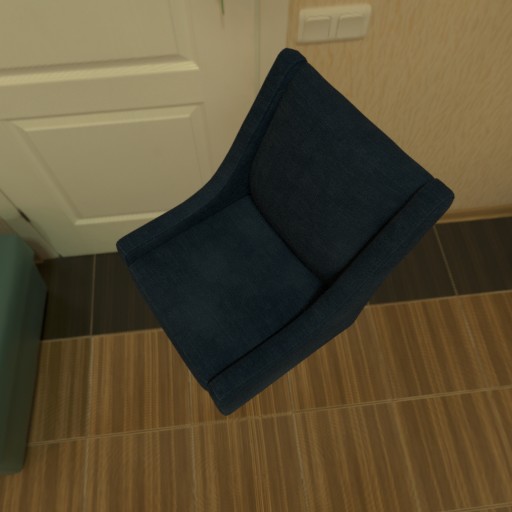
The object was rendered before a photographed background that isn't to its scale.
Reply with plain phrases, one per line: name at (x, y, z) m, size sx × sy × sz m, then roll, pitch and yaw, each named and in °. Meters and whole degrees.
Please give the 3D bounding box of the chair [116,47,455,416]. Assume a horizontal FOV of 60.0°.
chair at (0.000, 0.000, 1.691) m, size 0.870 × 1.014 × 0.774 m, roll -33°, pitch 68°, yaw -15°
